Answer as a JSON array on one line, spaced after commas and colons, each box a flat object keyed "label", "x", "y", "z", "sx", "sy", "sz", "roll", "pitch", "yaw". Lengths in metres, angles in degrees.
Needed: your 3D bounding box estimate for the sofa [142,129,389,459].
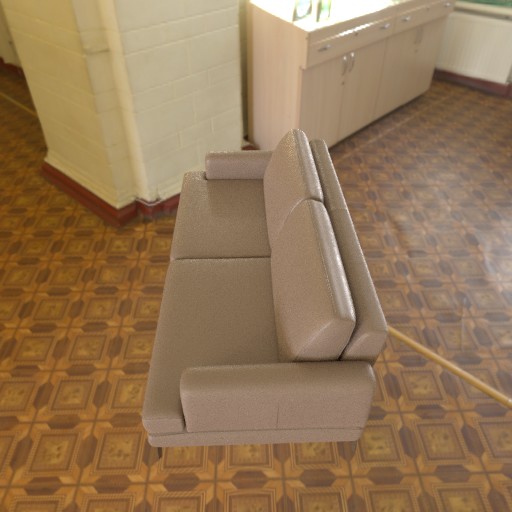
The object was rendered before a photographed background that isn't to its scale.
[{"label": "sofa", "x": 0.000, "y": 0.000, "z": 2.460, "sx": 0.974, "sy": 0.765, "sz": 1.940, "roll": -1, "pitch": 40, "yaw": -1}]
